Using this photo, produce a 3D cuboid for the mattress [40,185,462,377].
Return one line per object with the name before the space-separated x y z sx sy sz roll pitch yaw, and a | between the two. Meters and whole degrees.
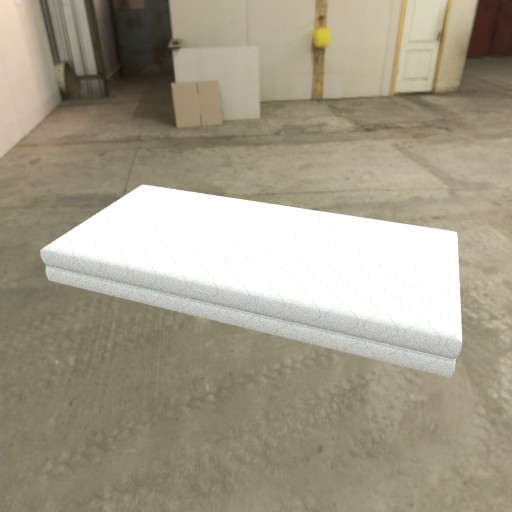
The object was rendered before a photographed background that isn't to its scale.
mattress | 0.000 0.000 2.257 1.900 0.200 0.900 11 33 17
